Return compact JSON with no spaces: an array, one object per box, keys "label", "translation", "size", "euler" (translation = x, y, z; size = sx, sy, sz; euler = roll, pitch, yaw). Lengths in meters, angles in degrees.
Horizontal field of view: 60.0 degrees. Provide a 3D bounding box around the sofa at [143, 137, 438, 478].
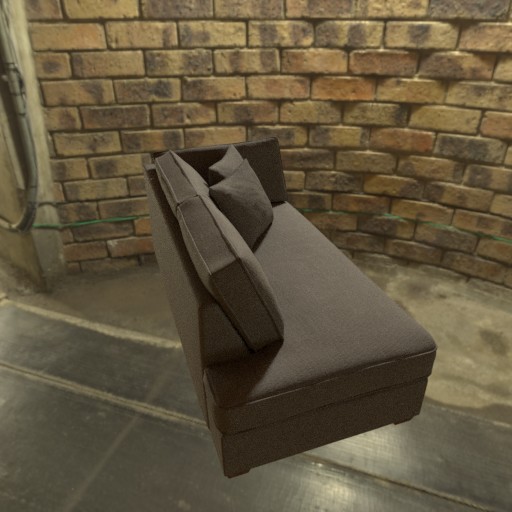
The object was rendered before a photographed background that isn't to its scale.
[{"label":"sofa","translation":[0.000,0.000,2.808],"size":[1.110,1.033,2.237],"euler":[-10,31,-16]}]
